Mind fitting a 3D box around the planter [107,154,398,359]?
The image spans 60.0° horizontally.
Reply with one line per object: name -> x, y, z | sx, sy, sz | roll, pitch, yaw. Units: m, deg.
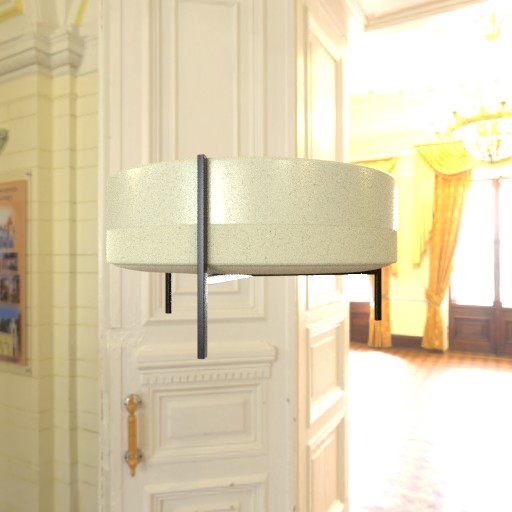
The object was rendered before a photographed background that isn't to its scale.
planter -> 0.000, 0.000, 0.539 | 0.345, 0.171, 0.336 | 0, 0, -16
